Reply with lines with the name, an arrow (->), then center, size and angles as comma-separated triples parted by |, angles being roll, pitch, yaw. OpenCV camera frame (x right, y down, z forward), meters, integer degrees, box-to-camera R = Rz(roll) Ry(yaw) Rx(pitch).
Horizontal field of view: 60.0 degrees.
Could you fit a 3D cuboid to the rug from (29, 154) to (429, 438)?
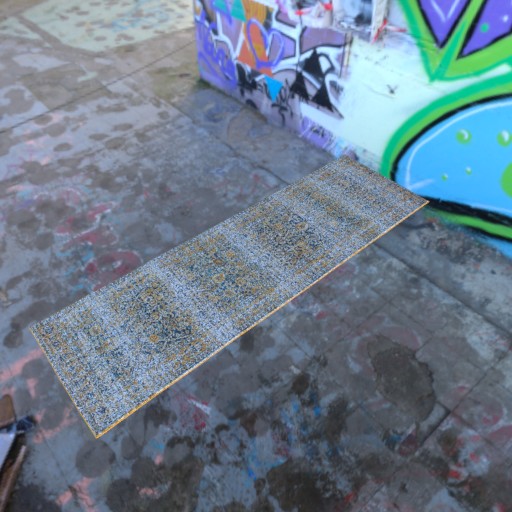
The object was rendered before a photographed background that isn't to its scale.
rug -> 0.000, 0.000, 2.475 | 2.294, 0.014, 0.704 | -32, 54, -27
